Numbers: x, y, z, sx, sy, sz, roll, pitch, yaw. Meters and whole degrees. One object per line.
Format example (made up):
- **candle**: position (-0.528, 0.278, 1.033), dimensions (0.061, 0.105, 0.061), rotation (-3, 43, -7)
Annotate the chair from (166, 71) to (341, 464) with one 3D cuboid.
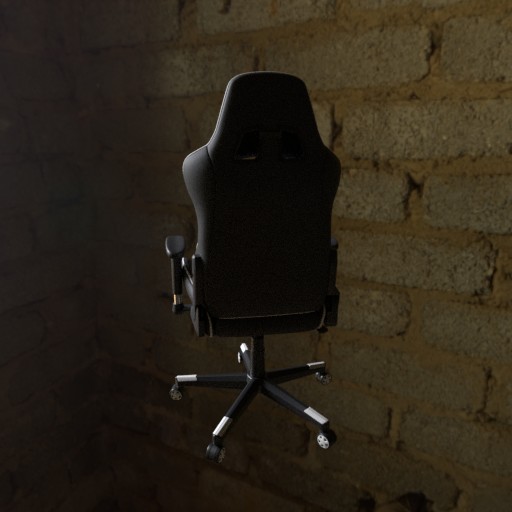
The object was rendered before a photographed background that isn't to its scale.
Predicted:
- **chair**: position (0.000, 0.000, 1.663), dimensions (0.700, 1.240, 0.700), rotation (-3, 16, -10)
